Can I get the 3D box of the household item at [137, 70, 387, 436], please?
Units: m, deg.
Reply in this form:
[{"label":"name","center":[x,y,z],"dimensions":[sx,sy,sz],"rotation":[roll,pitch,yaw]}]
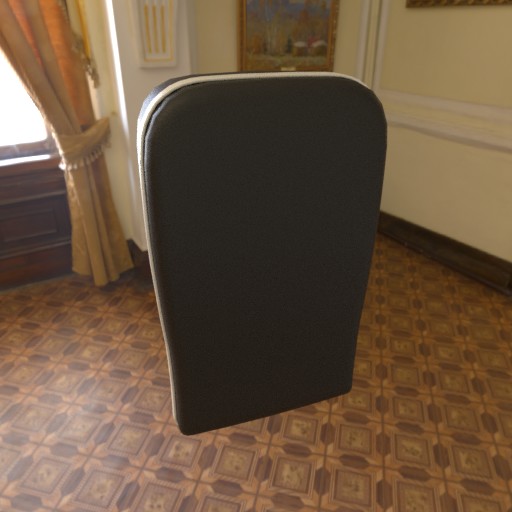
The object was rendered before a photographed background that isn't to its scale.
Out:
[{"label":"household item","center":[0.000,0.000,0.147],"dimensions":[0.070,0.114,0.038],"rotation":[-9,29,-17]}]
